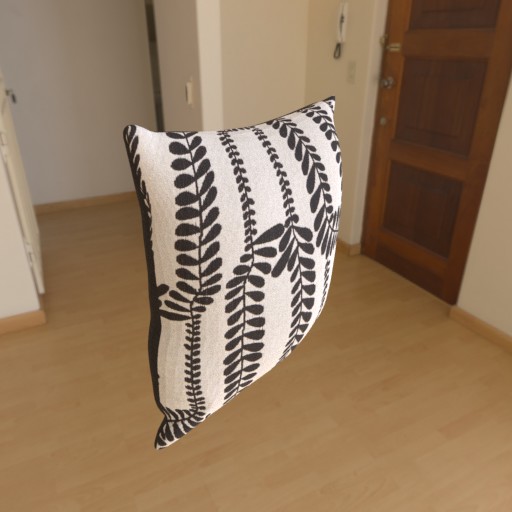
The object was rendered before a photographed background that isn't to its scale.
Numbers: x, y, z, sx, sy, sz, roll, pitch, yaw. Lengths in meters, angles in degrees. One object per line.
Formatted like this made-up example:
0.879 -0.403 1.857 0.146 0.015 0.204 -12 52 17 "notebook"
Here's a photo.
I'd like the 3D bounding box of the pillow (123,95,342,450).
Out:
0.000 0.000 0.674 0.182 0.441 0.440 18 31 33 "pillow"
